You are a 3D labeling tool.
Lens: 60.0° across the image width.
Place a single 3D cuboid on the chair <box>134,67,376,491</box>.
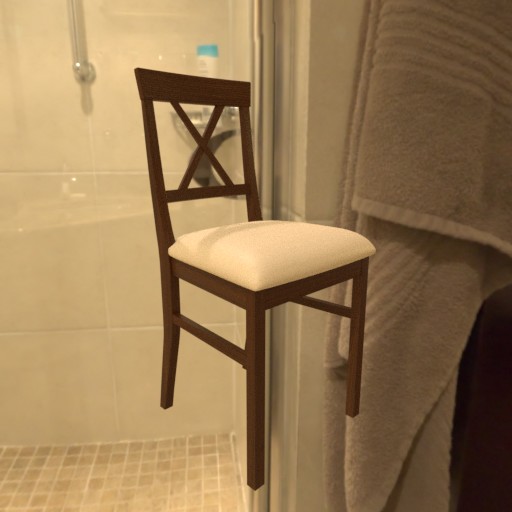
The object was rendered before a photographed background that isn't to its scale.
[{"bbox_3d":[0.000,0.000,1.145,0.440,0.913,0.480,-14,20,-43],"label":"chair"}]
